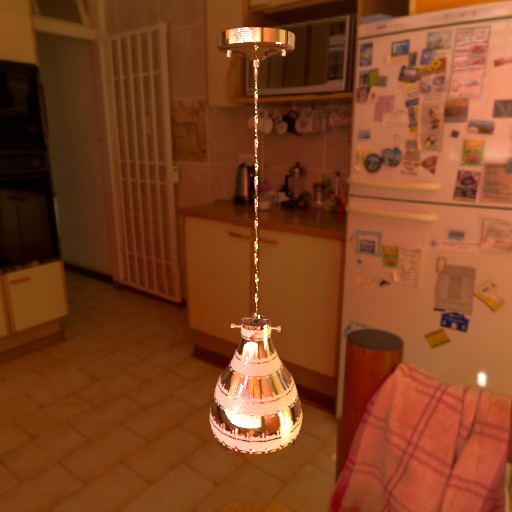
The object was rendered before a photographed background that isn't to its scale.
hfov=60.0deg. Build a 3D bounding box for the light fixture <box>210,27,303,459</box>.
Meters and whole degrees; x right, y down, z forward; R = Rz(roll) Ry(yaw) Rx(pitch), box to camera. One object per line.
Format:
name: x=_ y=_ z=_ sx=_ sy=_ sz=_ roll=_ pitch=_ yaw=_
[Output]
light fixture: x=0.000 y=0.000 z=1.612 sx=0.374 sy=1.457 sz=0.374 roll=2 pitch=15 yaw=7
